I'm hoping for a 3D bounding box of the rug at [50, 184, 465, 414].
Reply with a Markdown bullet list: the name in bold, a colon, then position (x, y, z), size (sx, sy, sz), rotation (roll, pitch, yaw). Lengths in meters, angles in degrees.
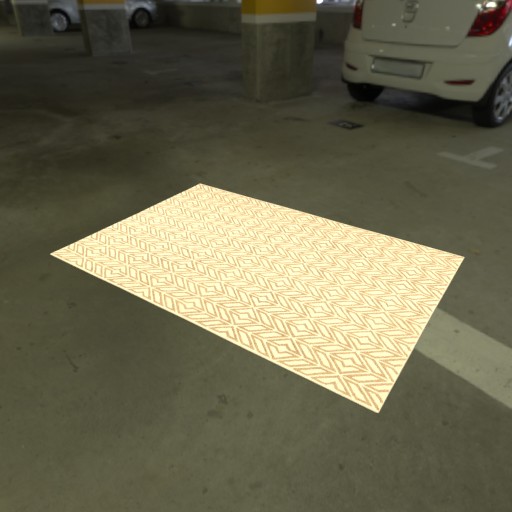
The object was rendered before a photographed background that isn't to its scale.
- **rug**: position (0.000, 0.000, 2.347), size (1.828, 0.007, 1.220), rotation (20, 36, 29)
